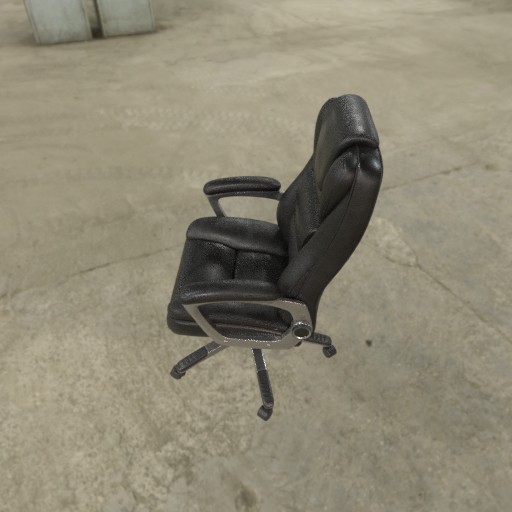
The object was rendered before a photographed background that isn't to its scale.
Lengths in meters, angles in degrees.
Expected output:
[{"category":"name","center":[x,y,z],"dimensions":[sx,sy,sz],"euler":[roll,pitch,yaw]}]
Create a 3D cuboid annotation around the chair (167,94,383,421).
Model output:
[{"category":"chair","center":[0.000,0.000,1.576],"dimensions":[0.689,1.075,0.697],"euler":[2,42,2]}]
